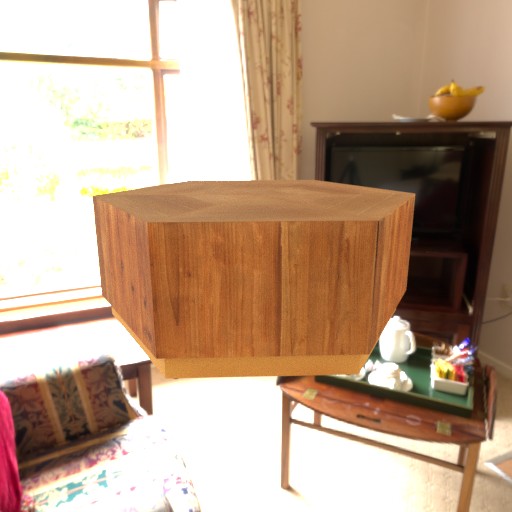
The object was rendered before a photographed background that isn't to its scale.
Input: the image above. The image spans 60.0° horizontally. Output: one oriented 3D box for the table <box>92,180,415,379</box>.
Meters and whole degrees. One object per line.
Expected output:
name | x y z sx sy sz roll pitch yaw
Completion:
table | 0.000 0.000 1.642 1.000 0.456 1.154 8 17 26
